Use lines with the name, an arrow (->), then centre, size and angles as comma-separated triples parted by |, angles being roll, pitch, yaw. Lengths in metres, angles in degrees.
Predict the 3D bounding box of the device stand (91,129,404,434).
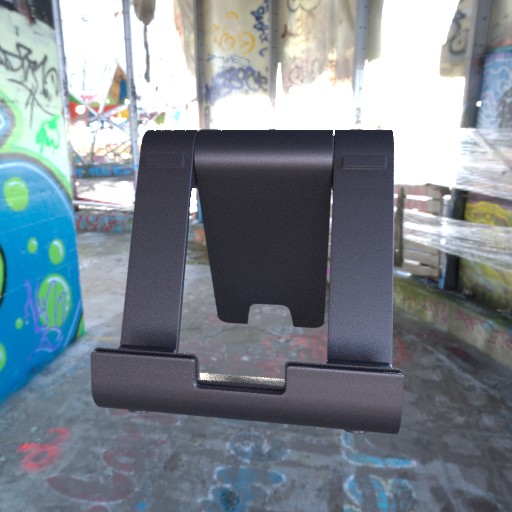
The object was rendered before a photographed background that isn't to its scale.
device stand -> 0.000, 0.000, 0.151 | 0.088, 0.084, 0.079 | 2, 15, 8
